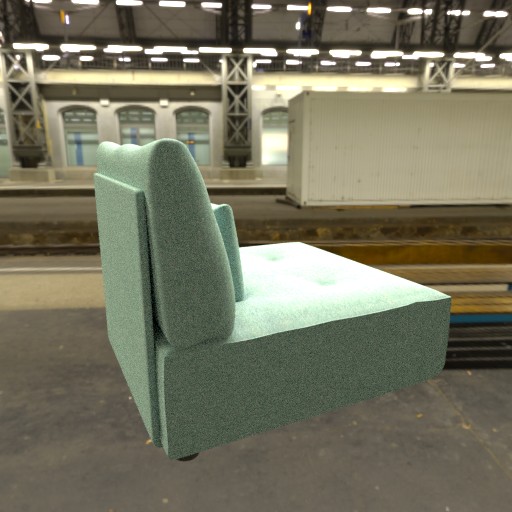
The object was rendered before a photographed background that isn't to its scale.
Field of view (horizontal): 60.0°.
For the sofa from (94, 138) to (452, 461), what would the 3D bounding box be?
[{"bbox_3d":[0.000,0.000,1.635,1.000,0.820,0.930,-7,16,-26],"label":"sofa"}]
